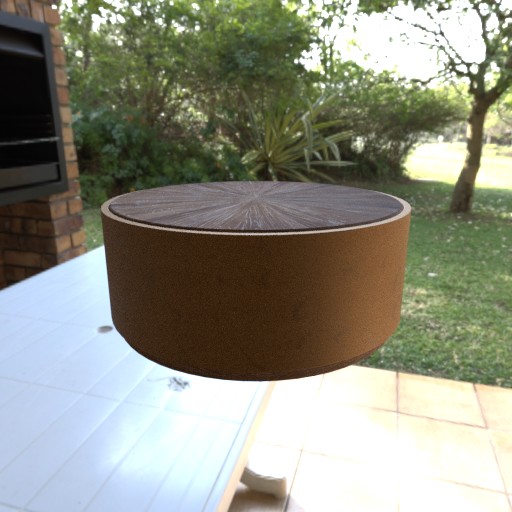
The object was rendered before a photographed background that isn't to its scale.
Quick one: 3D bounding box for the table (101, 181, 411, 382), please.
[{"bbox_3d":[0.000,0.000,1.562,1.001,0.409,1.001,0,17,0],"label":"table"}]
